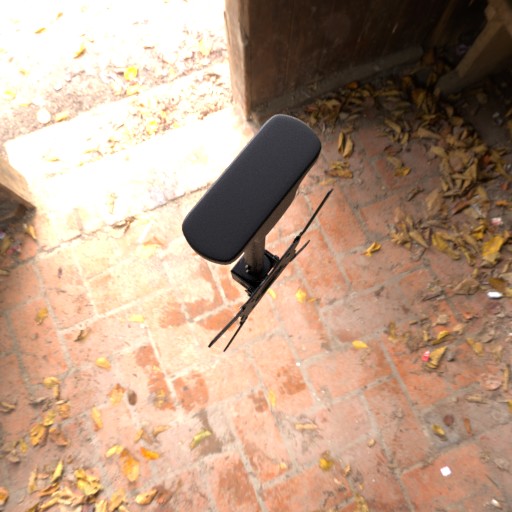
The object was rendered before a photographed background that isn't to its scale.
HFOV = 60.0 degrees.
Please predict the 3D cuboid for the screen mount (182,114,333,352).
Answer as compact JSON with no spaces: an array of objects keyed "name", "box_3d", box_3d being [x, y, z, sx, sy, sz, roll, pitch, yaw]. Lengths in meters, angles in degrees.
[{"name":"screen mount","box_3d":[0.000,0.000,0.891,0.090,0.729,0.393,37,79,8]}]
